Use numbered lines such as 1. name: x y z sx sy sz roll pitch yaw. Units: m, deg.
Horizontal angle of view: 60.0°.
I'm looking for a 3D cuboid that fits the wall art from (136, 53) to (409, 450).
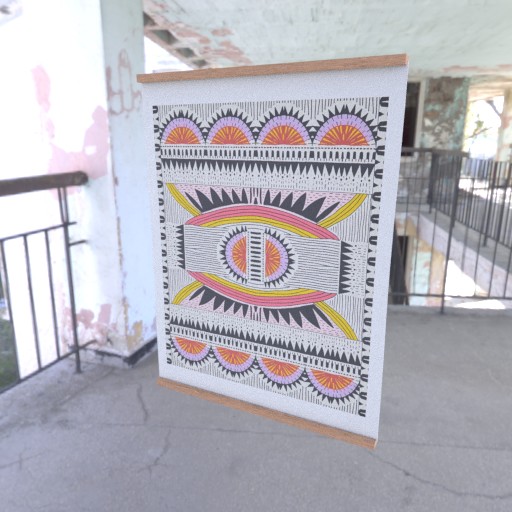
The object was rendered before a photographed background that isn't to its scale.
1. wall art: 0.000 0.000 0.768 0.456 0.609 0.028 7 17 25
